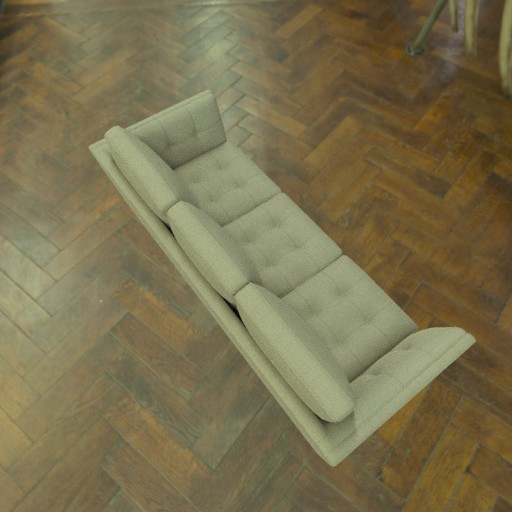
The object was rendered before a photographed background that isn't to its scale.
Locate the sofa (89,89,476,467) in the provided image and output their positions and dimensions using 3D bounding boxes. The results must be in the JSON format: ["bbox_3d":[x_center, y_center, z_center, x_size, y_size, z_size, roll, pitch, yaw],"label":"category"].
[{"bbox_3d":[0.000,0.000,2.792,0.965,0.940,2.388,-33,64,-18],"label":"sofa"}]
